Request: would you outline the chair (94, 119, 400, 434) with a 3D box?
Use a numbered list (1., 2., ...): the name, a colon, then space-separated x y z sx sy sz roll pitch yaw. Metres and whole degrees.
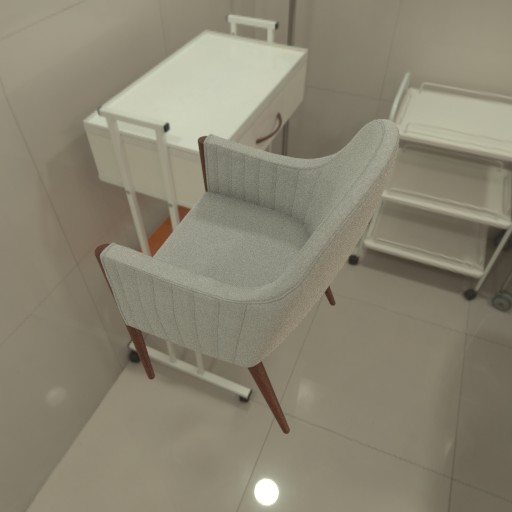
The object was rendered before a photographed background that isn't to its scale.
1. chair: 0.000 0.000 1.288 0.620 0.889 0.610 16 48 15
